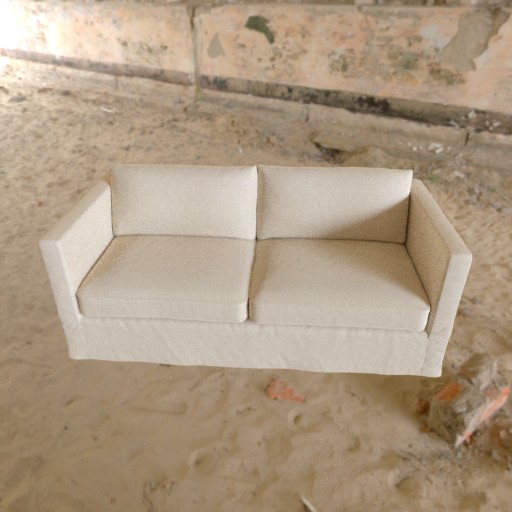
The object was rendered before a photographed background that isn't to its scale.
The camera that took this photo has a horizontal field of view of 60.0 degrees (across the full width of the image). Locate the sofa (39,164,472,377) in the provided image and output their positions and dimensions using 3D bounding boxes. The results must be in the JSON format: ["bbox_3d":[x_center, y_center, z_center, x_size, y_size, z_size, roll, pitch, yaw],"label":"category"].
[{"bbox_3d":[0.000,0.000,2.510,1.987,0.870,0.940,2,31,3],"label":"sofa"}]
